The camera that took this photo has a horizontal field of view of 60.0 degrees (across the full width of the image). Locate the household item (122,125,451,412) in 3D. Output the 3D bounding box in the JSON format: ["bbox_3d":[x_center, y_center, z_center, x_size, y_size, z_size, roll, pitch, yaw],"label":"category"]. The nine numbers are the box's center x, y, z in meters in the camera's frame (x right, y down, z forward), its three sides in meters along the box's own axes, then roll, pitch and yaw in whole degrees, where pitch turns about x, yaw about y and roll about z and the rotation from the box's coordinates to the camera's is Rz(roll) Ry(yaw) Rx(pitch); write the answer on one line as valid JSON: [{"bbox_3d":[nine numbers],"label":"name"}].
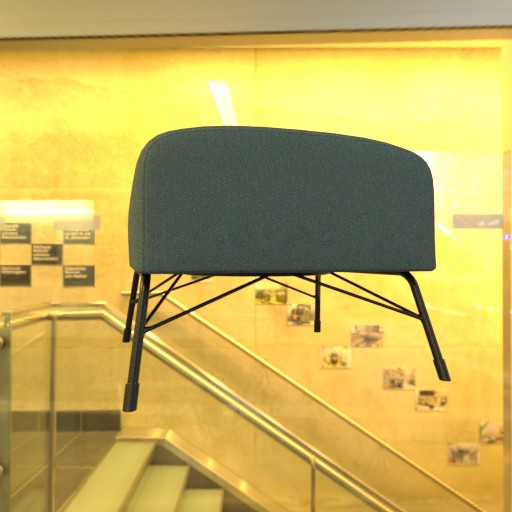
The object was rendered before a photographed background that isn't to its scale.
[{"bbox_3d":[0.000,0.000,0.919,0.530,0.420,0.530,0,0,-17],"label":"household item"}]
